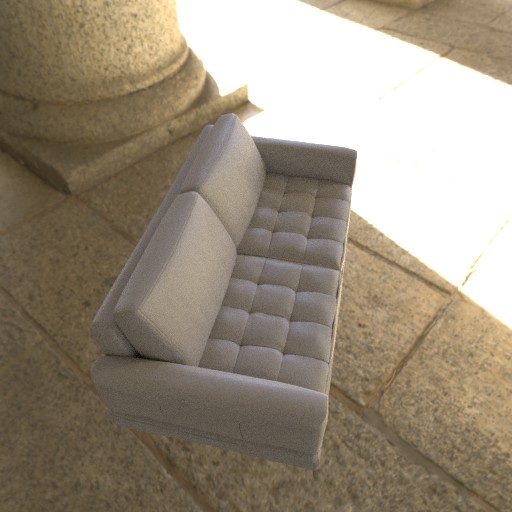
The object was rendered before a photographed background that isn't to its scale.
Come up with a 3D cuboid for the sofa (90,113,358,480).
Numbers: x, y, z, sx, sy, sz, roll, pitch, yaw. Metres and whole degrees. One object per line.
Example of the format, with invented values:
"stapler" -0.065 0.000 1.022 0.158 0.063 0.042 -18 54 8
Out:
"sofa" 0.000 0.000 2.718 1.121 0.930 2.177 9 47 9
